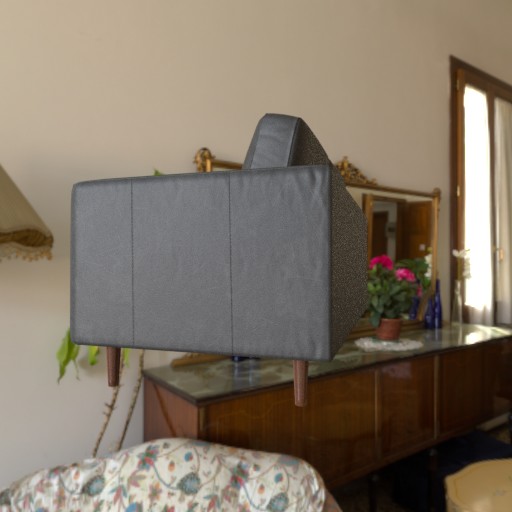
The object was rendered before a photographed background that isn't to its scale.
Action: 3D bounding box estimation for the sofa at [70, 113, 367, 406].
[{"bbox_3d":[0.000,0.000,1.990,0.879,0.899,1.430,0,-1,18],"label":"sofa"}]
